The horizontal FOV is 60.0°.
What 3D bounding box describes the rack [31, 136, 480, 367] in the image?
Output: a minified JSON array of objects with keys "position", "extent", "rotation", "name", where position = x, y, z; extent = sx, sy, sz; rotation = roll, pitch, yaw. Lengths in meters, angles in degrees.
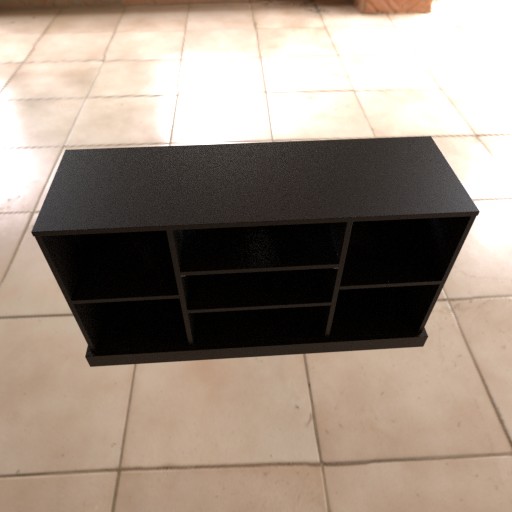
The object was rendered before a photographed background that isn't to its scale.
[{"position":[0.000,0.000,1.512],"extent":[1.206,0.635,0.399],"rotation":[-3,46,-3],"name":"rack"}]
